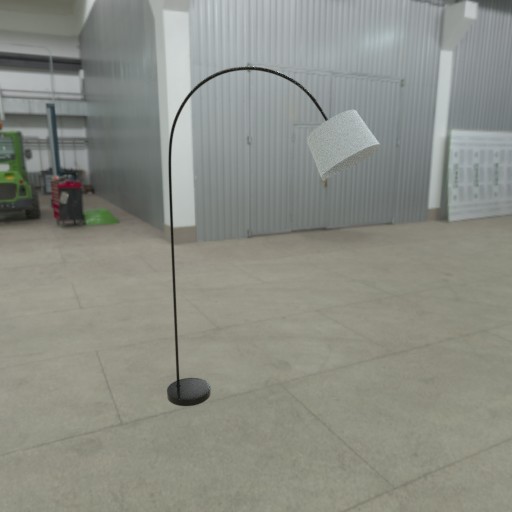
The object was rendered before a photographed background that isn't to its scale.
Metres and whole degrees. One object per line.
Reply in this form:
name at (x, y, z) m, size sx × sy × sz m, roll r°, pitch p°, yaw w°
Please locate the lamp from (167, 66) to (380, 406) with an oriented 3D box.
lamp at (0.000, 0.000, 2.618) m, size 1.363 × 2.104 × 0.331 m, roll 7°, pitch 15°, yaw 27°
